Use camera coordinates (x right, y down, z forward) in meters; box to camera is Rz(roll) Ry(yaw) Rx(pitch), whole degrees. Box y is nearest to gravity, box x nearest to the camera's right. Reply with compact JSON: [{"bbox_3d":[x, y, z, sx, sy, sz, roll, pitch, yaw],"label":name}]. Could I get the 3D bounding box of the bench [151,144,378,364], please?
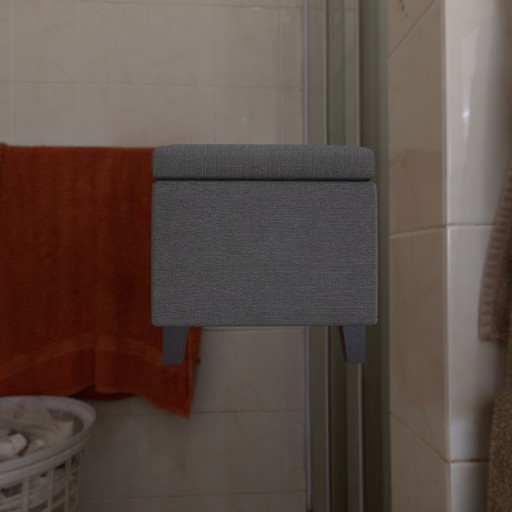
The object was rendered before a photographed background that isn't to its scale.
[{"bbox_3d":[0.000,0.000,1.477,0.446,0.438,1.269,0,0,-2],"label":"bench"}]
